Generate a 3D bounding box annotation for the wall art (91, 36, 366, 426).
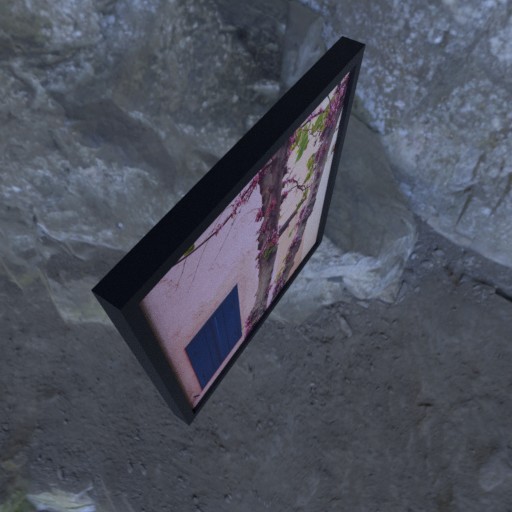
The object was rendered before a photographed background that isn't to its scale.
[{"bbox_3d":[0.000,0.000,0.745,0.038,0.508,0.508,30,62,17],"label":"wall art"}]
